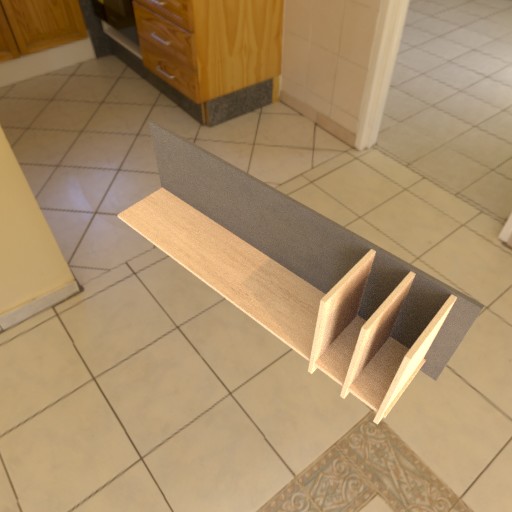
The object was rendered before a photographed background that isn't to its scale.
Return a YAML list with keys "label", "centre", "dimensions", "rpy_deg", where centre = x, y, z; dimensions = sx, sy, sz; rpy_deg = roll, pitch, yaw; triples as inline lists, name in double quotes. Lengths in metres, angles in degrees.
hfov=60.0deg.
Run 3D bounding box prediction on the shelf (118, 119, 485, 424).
- label: "shelf"
  centre: [0.000, 0.000, 1.154]
  dimensions: [1.020, 0.300, 0.200]
  rpy_deg: [34, 56, 27]
